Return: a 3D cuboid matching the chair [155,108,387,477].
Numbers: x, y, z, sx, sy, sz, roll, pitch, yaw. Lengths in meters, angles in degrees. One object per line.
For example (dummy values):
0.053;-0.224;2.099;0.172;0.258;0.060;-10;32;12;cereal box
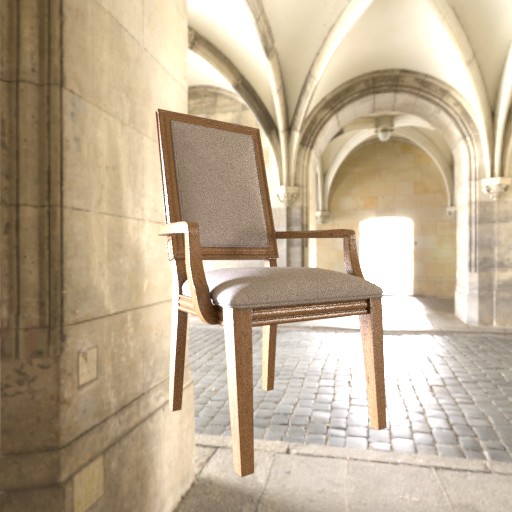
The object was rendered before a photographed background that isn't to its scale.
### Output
0.000;0.000;1.380;0.606;0.990;0.602;0;0;-35;chair
